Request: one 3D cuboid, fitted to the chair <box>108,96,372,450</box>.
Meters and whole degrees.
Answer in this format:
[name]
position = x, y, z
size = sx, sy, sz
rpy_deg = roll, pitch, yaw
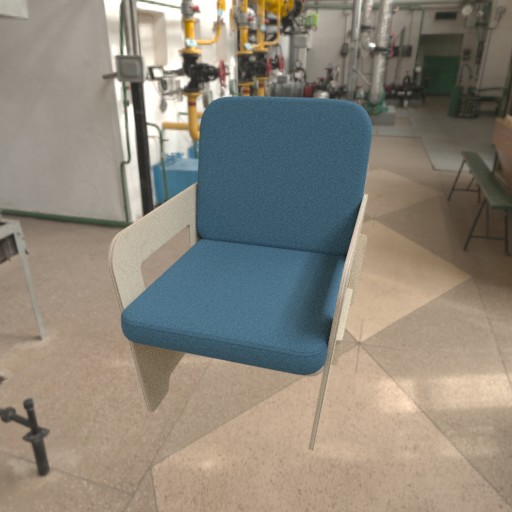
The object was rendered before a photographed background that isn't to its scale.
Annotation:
[chair]
position = 0.000, 0.000, 1.176
size = 0.547, 0.747, 0.657
rpy_deg = 7, 26, 15
